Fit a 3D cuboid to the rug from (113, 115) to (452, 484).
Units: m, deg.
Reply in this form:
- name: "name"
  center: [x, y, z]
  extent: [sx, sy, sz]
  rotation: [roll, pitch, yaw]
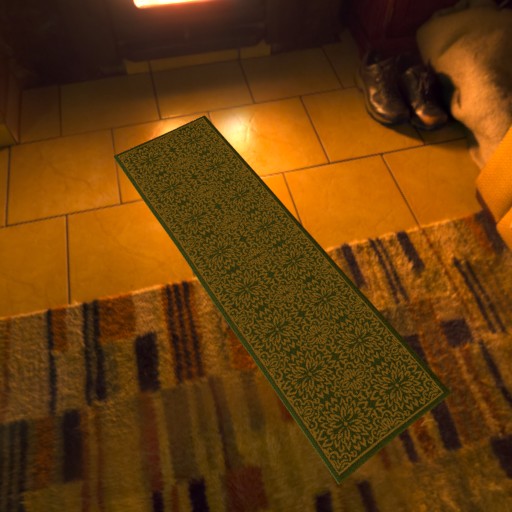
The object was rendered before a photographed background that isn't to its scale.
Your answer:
- name: "rug"
  center: [0.000, 0.000, 2.381]
  extent: [0.662, 0.011, 2.196]
  rotation: [-30, 63, -17]
